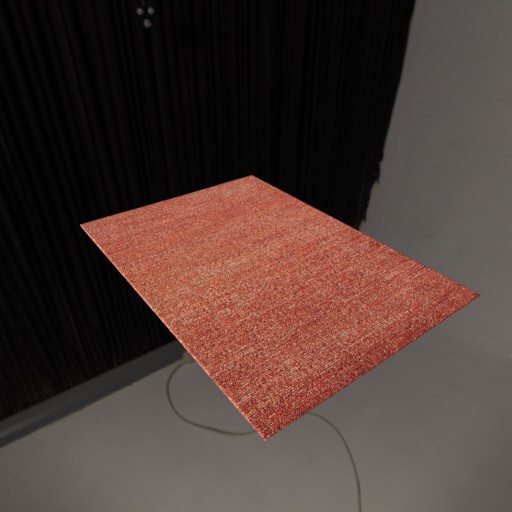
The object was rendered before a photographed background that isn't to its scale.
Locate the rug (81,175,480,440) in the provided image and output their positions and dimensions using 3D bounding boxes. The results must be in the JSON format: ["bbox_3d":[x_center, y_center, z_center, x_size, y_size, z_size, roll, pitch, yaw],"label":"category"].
[{"bbox_3d":[0.000,0.000,5.184,2.803,0.025,3.965,-22,39,-30],"label":"rug"}]
